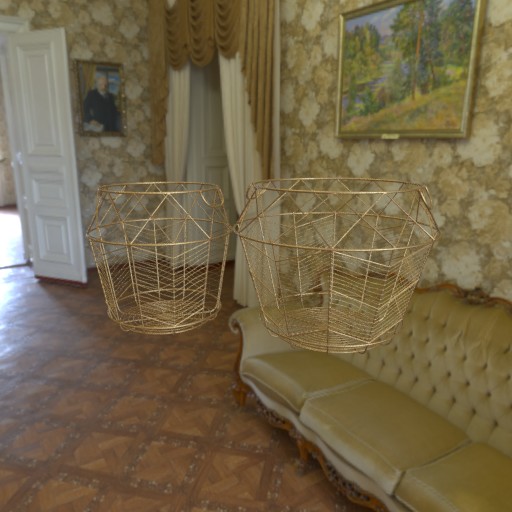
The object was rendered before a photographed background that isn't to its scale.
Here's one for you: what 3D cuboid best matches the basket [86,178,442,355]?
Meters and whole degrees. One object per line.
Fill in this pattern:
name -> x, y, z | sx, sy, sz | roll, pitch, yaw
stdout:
basket -> 0.000, 0.000, 1.043 | 0.805, 0.343, 0.451 | 3, 14, 10
